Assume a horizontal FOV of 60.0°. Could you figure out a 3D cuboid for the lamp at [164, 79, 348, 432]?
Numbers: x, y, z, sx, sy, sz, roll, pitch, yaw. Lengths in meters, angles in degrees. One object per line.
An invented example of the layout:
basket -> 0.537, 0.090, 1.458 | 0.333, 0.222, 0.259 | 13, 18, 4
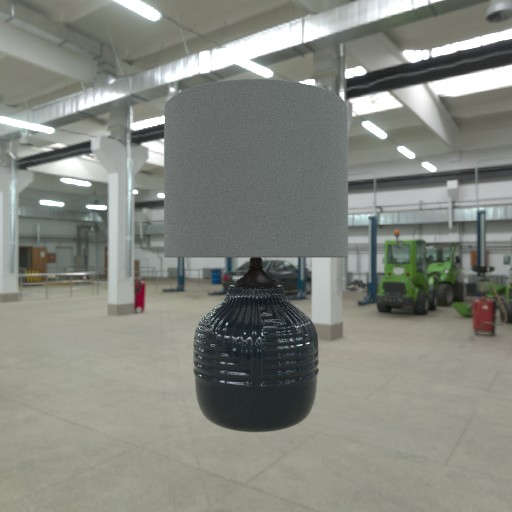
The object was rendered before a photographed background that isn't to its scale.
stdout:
lamp -> 0.000, 0.000, 0.782 | 0.318, 0.567, 0.318 | 0, 0, 0
